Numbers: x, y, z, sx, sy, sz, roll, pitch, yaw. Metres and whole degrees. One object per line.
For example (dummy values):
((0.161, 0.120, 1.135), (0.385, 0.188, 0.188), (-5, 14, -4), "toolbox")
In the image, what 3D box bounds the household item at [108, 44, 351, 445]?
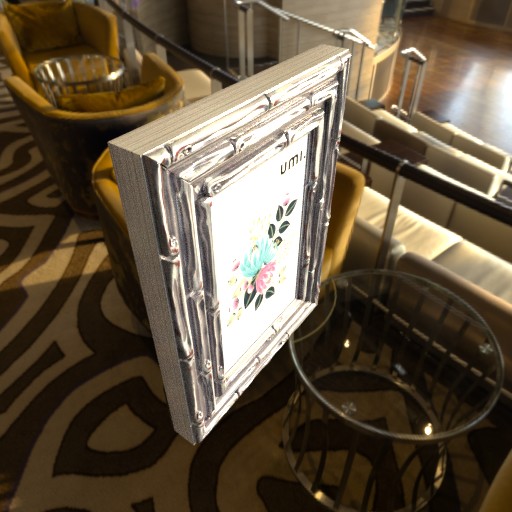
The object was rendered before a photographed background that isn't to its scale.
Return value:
((0.000, 0.000, 0.285), (0.025, 0.216, 0.165), (25, 46, 27), "household item")
